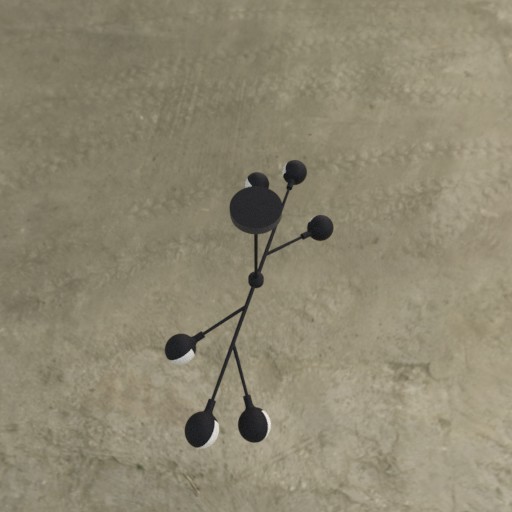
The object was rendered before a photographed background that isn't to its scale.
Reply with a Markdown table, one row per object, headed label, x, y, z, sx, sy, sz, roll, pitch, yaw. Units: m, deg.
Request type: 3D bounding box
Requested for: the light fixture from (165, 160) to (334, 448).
| label | x | y | z | sx | sy | sz | roll | pitch | yaw |
| --- | --- | --- | --- | --- | --- | --- | --- | --- | --- |
| light fixture | 0.000 | 0.000 | 0.998 | 0.434 | 0.362 | 0.778 | 29 | 63 | 17 |
